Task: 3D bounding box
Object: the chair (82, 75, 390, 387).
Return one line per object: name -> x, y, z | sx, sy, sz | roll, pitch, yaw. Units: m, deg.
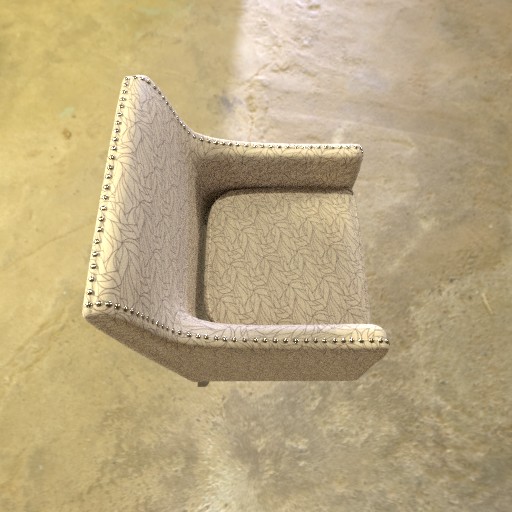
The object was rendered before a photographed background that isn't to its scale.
chair -> 0.000, 0.000, 1.287 | 0.651, 0.816, 0.623 | 0, 64, 0
